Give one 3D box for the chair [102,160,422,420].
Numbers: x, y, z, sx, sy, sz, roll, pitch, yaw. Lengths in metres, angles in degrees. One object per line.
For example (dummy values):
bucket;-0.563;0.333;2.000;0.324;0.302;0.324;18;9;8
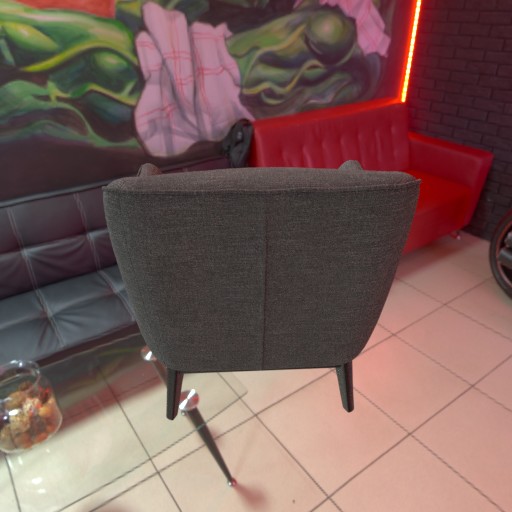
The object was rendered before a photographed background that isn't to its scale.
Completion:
chair;0.000;0.000;1.498;0.870;0.829;0.851;-2;30;-3
